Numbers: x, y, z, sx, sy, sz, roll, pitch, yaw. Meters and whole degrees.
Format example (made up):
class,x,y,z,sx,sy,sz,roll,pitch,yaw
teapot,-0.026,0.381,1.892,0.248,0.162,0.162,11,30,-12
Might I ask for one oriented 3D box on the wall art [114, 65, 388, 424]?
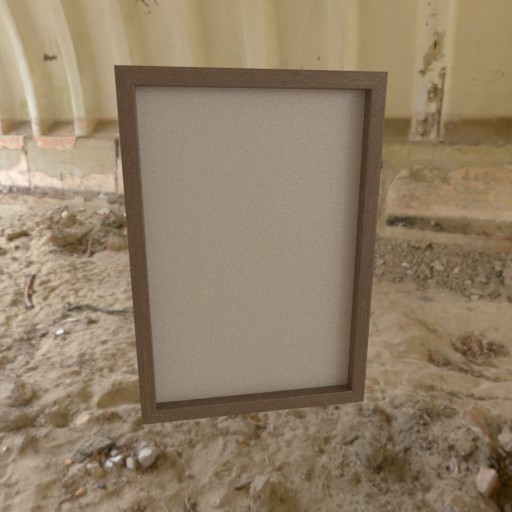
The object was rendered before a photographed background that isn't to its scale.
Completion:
class,x,y,z,sx,sy,sz,roll,pitch,yaw
wall art,0.000,0.000,0.654,0.358,0.510,0.032,-3,16,-9
